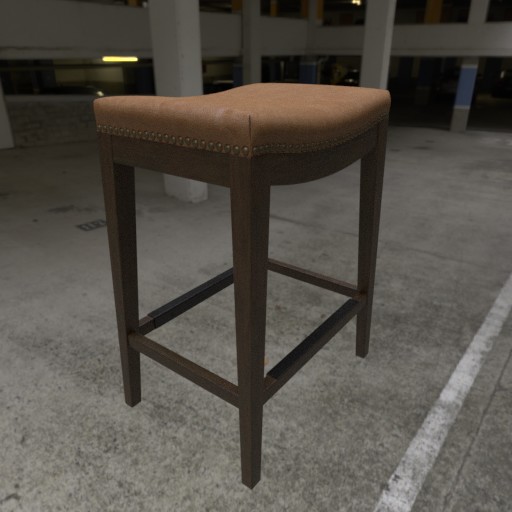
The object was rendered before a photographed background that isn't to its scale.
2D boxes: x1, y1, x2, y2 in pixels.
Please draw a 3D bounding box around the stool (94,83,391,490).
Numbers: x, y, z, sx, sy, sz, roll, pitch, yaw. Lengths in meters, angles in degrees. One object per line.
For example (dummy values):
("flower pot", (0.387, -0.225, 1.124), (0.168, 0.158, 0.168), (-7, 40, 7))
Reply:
("stool", (0.000, 0.000, 0.944), (0.361, 0.660, 0.500), (18, 30, 33))
